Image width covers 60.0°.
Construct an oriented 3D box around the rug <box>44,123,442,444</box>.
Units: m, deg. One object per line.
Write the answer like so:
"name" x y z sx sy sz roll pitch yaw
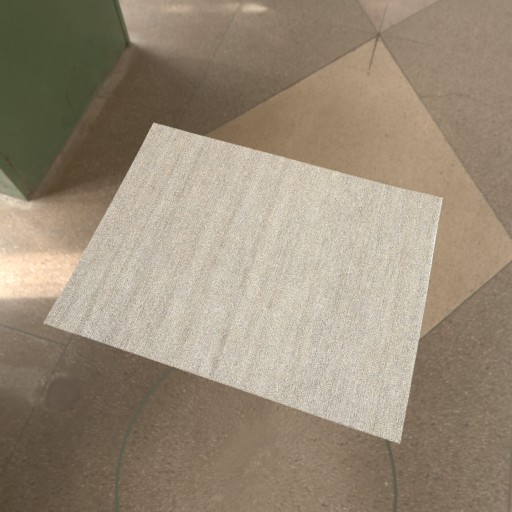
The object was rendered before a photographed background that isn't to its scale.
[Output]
"rug" 0.000 0.000 4.762 3.626 0.051 2.757 17 65 8
